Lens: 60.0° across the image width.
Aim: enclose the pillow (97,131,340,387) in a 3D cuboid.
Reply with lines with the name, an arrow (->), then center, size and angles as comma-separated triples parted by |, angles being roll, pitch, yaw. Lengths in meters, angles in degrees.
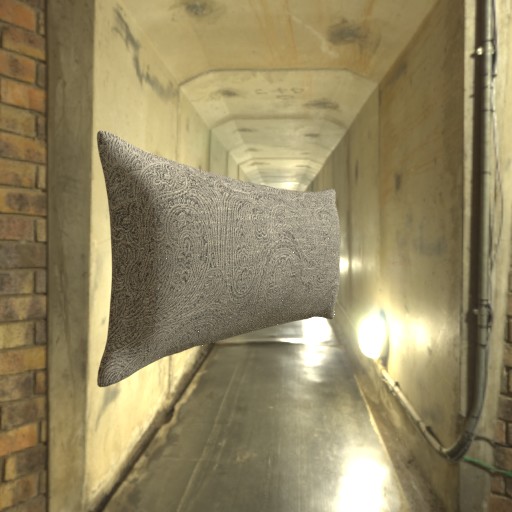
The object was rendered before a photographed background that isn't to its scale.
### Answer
pillow -> 0.000, 0.000, 0.753 | 0.151, 0.295, 0.615 | 1, 1, 35
